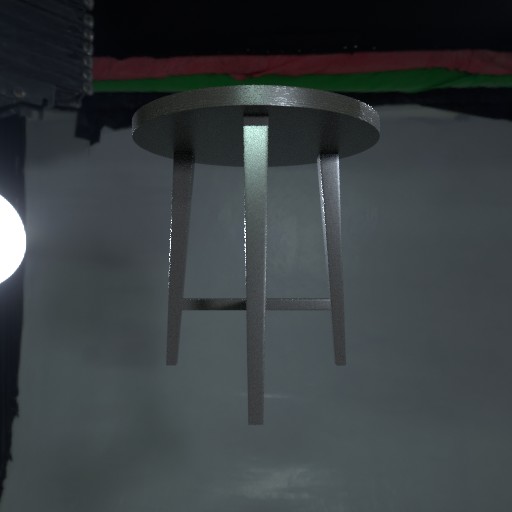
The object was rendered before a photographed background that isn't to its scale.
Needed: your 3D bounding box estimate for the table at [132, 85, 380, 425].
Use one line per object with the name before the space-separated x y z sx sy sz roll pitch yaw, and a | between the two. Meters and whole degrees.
table | 0.000 0.000 0.932 0.500 0.531 0.500 0 1 0
